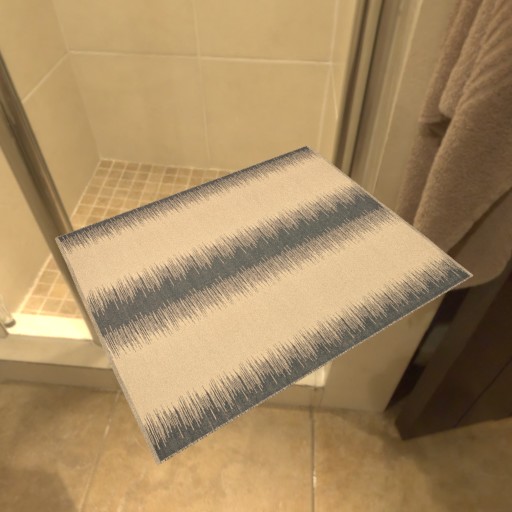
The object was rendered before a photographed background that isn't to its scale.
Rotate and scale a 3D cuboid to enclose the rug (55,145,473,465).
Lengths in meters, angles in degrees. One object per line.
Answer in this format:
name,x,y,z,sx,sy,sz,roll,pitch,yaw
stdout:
rug,0.000,0.000,4.090,3.037,0.004,2.453,-24,51,-21
